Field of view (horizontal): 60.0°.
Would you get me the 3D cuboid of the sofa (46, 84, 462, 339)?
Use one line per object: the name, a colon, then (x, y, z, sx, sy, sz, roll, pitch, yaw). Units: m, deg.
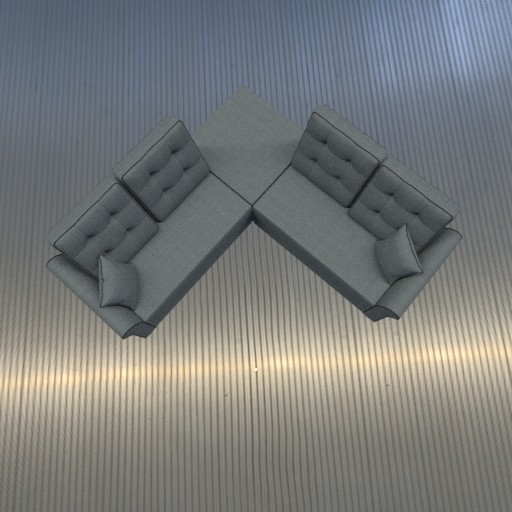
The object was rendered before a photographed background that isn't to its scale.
sofa: (0.000, 0.000, 3.187, 2.070, 0.988, 2.068, 40, 79, 9)
